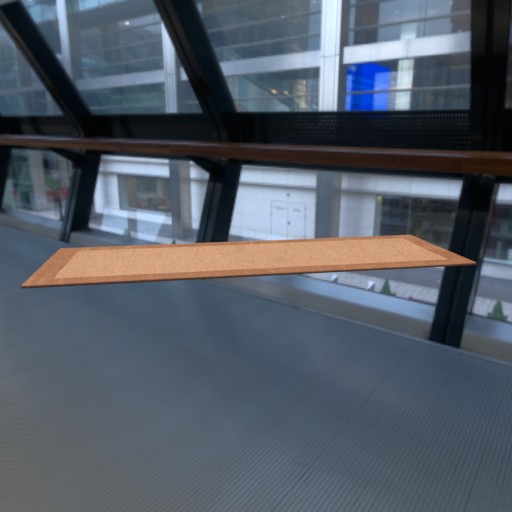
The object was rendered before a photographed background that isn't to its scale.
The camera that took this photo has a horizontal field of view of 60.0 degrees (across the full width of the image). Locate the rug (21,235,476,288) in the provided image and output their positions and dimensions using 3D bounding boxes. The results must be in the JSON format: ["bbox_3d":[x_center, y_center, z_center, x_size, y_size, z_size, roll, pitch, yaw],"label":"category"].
[{"bbox_3d":[0.000,0.000,2.698,2.439,0.017,0.764,-3,15,-9],"label":"rug"}]
